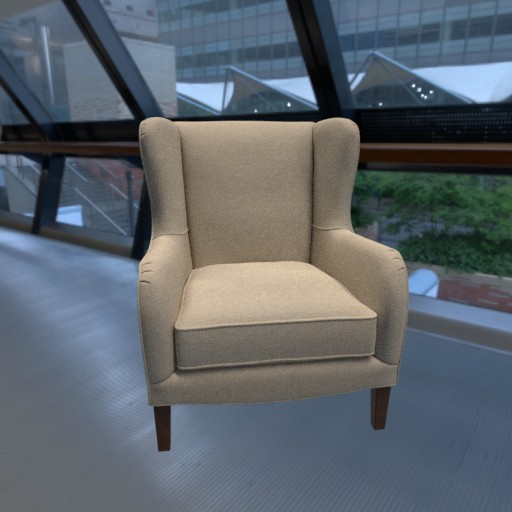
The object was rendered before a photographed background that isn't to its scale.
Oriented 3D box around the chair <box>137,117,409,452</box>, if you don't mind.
[{"bbox_3d":[0.000,0.000,1.732,0.838,1.040,0.966,-2,16,-8],"label":"chair"}]
